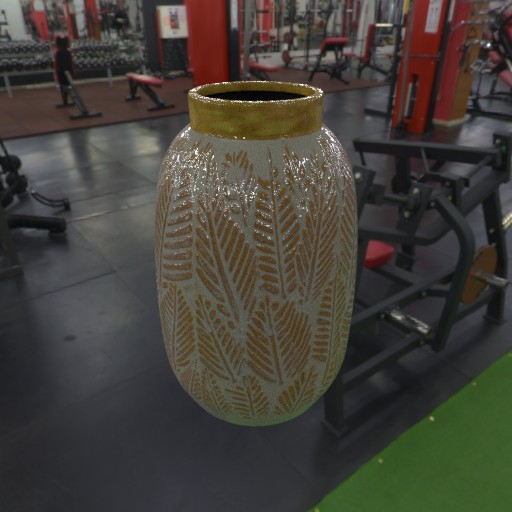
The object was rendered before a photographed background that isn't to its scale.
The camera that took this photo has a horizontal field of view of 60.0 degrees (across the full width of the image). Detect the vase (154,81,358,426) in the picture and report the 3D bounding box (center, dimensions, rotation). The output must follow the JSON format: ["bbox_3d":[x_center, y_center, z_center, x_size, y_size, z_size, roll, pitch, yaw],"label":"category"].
[{"bbox_3d":[0.000,0.000,0.381,0.172,0.270,0.172,0,29,0],"label":"vase"}]
